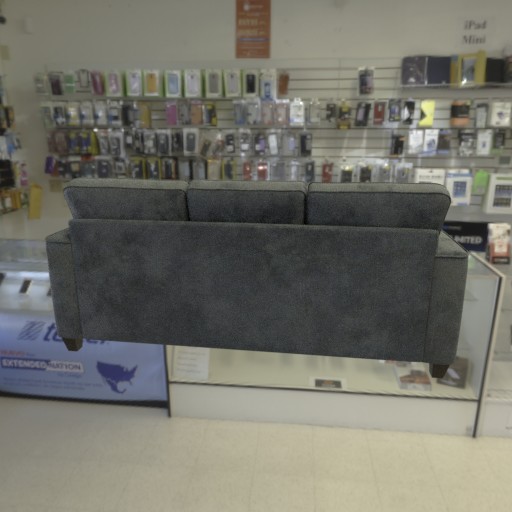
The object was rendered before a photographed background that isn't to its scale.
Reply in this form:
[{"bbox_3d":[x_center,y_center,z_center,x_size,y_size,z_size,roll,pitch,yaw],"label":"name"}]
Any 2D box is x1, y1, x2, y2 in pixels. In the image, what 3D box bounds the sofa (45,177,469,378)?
[{"bbox_3d":[0.000,0.000,2.644,2.133,0.965,0.939,2,16,8],"label":"sofa"}]
